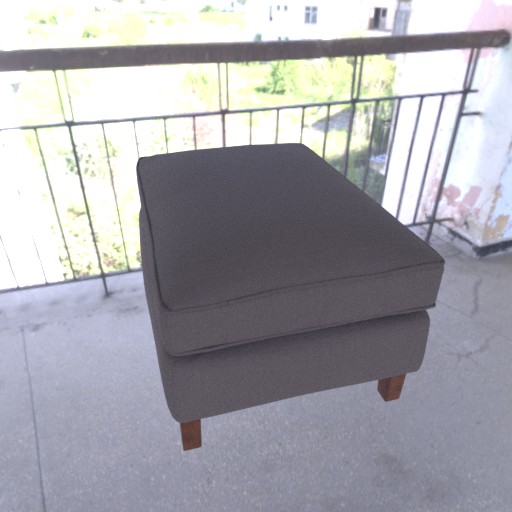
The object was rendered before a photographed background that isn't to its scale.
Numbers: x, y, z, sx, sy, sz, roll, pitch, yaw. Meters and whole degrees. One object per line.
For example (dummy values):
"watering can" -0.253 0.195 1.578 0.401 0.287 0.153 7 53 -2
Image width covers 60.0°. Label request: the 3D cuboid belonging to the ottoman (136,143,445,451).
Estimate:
"ottoman" 0.000 0.000 1.010 0.508 0.406 0.686 -8 32 -13
